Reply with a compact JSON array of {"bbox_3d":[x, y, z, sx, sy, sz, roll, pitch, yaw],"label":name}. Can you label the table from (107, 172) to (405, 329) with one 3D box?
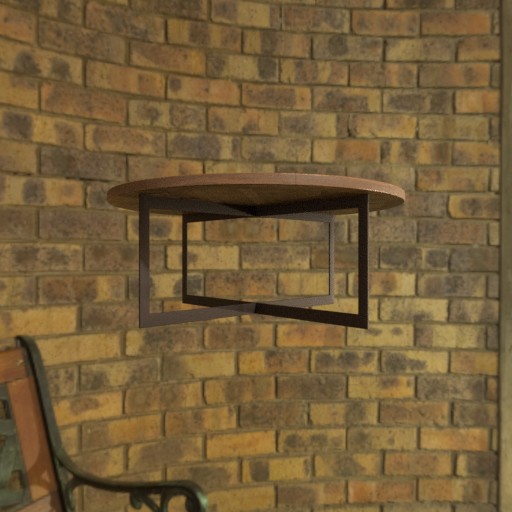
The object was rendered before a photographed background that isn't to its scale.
[{"bbox_3d":[0.000,0.000,1.984,1.264,0.516,1.264,0,0,0],"label":"table"}]
